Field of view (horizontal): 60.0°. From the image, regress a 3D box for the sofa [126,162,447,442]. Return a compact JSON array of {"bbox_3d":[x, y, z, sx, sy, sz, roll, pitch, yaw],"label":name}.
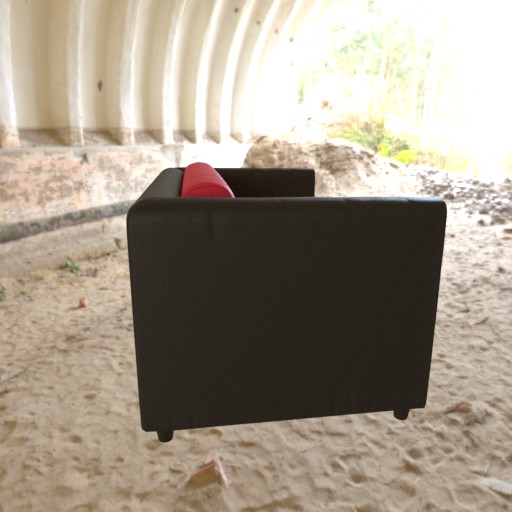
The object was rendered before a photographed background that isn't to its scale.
[{"bbox_3d":[0.000,0.000,1.857,0.845,0.735,1.410,-2,15,-8],"label":"sofa"}]
